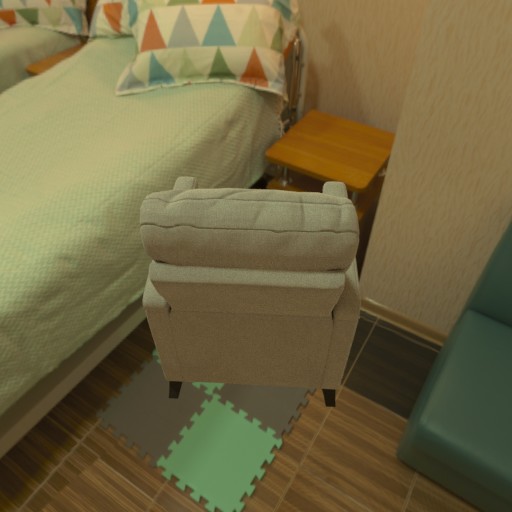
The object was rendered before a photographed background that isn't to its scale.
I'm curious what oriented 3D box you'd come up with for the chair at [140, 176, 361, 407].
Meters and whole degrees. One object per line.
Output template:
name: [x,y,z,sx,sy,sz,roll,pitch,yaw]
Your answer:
chair: [0.000,0.000,1.683,0.710,1.049,0.922,2,46,2]
